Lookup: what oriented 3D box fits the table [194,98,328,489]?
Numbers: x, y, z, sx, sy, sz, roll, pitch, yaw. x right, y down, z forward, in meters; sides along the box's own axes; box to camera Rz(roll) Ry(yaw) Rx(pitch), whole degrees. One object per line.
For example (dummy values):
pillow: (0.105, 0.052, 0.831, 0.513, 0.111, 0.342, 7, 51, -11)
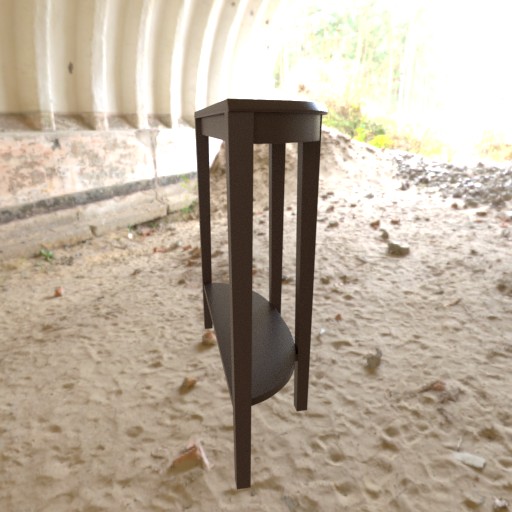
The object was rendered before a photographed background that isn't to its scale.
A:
table: (0.000, 0.000, 1.310, 0.274, 0.831, 0.909, -3, 17, -11)
